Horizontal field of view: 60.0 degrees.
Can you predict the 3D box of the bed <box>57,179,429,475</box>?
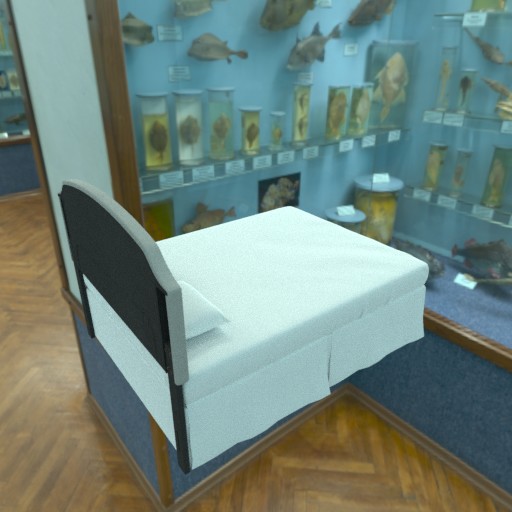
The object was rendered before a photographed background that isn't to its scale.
[{"bbox_3d":[0.000,0.000,2.984,1.999,1.270,1.558,-19,32,-33],"label":"bed"}]
